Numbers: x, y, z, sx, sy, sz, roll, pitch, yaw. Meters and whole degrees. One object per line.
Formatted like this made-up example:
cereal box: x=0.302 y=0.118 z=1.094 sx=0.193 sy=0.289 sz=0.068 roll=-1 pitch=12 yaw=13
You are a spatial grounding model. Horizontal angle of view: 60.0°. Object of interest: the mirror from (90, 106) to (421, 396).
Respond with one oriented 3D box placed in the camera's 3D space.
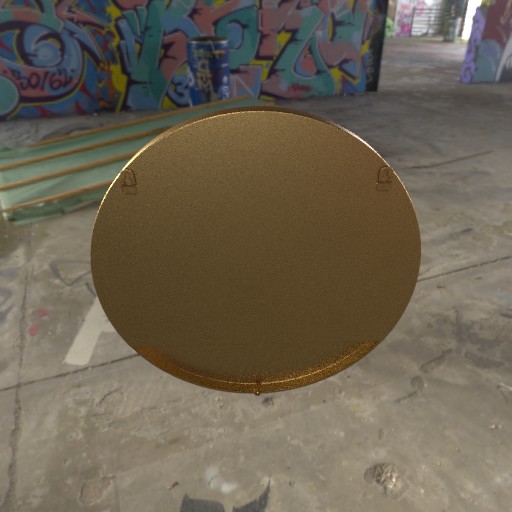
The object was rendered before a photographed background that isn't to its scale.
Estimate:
mirror: x=0.000 y=0.000 z=0.676 sx=0.457 sy=0.457 sz=0.133 roll=-1 pitch=30 yaw=-2
